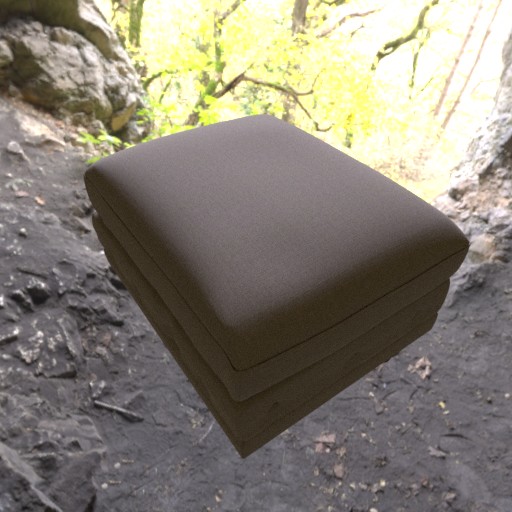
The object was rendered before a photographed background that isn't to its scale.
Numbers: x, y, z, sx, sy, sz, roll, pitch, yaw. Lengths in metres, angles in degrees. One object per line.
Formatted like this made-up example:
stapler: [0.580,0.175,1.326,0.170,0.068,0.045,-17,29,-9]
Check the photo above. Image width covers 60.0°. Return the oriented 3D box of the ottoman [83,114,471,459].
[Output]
ottoman: [0.000,0.000,1.017,0.541,0.463,0.684,-24,46,-25]
